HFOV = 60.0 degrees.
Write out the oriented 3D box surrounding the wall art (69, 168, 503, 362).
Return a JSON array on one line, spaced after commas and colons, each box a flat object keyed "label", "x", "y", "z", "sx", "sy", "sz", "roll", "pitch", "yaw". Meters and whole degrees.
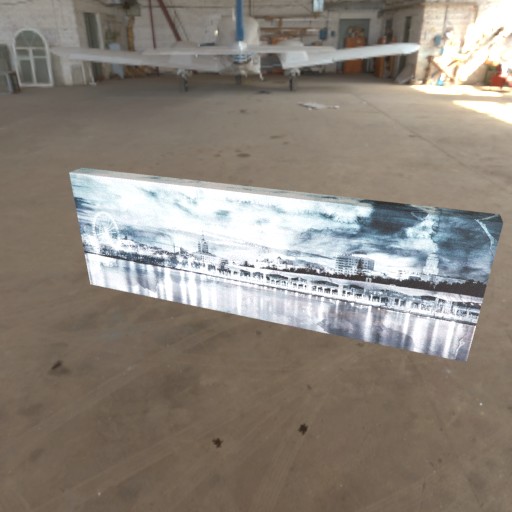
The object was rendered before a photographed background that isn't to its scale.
[{"label": "wall art", "x": 0.000, "y": 0.000, "z": 0.815, "sx": 0.759, "sy": 0.251, "sz": 0.037, "roll": 9, "pitch": 28, "yaw": 18}]
